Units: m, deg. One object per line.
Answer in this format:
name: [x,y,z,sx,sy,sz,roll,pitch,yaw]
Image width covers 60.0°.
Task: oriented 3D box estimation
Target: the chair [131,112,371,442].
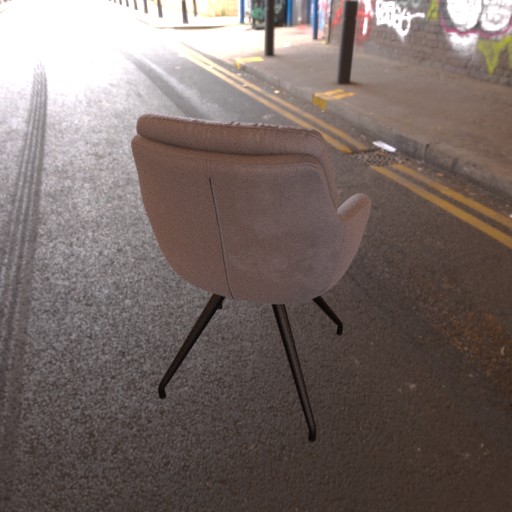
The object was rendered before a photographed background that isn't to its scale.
chair: [0.000,0.000,1.266,0.579,0.888,0.569,10,33,16]
